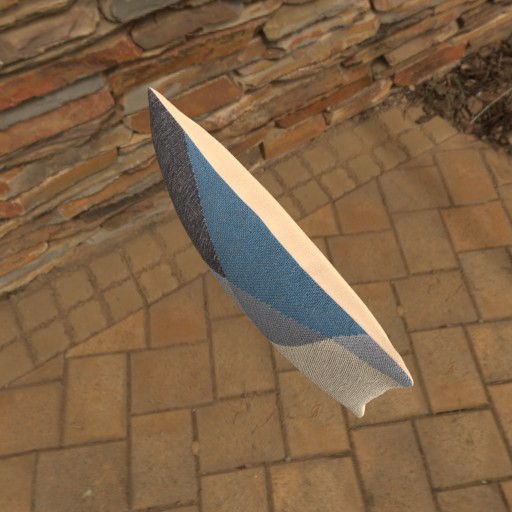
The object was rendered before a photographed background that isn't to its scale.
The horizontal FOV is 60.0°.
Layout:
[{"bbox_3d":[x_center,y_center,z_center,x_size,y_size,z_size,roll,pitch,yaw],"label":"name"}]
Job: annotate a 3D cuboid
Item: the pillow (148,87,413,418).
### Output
[{"bbox_3d":[0.000,0.000,0.748,0.148,0.307,0.604,-34,68,-16],"label":"pillow"}]
